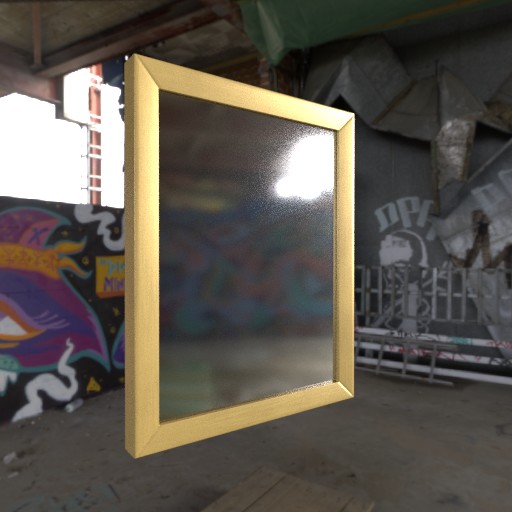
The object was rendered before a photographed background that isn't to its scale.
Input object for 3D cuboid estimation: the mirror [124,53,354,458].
[{"bbox_3d":[0.000,0.000,0.690,0.405,0.508,0.041,0,0,-36],"label":"mirror"}]
